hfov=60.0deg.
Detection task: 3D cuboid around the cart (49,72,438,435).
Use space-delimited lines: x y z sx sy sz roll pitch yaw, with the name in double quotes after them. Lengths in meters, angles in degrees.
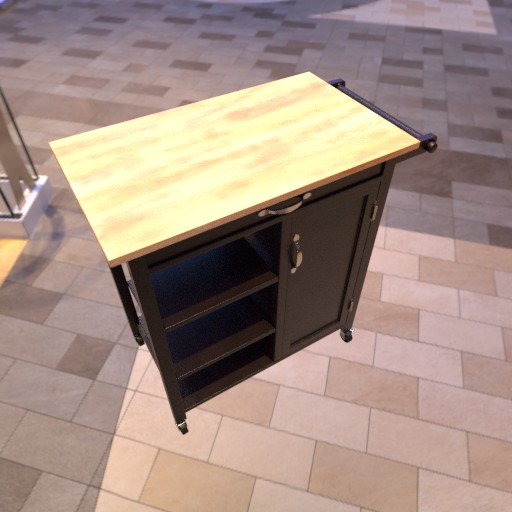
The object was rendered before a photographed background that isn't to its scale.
0.000 0.000 1.432 0.914 0.878 0.472 -23 50 -21 "cart"
